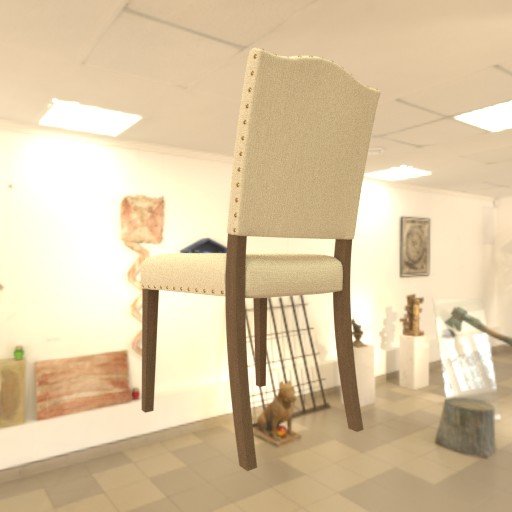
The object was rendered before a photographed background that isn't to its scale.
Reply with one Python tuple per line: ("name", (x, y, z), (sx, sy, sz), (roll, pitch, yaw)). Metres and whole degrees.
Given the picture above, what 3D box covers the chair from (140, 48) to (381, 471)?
("chair", (0.000, 0.000, 1.367), (0.508, 1.015, 0.619), (0, 0, -37))
